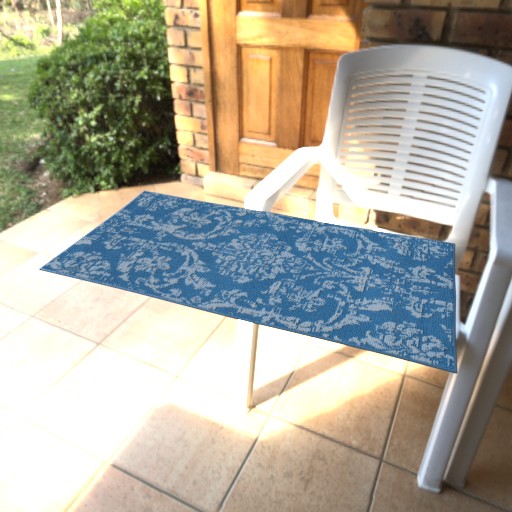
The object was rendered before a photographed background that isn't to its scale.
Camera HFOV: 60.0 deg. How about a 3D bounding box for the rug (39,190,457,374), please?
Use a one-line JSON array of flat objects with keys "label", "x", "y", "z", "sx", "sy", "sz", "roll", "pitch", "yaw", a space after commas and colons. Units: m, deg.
[{"label": "rug", "x": 0.000, "y": 0.000, "z": 1.441, "sx": 1.219, "sy": 0.007, "sz": 0.604, "roll": 11, "pitch": 35, "yaw": 17}]
